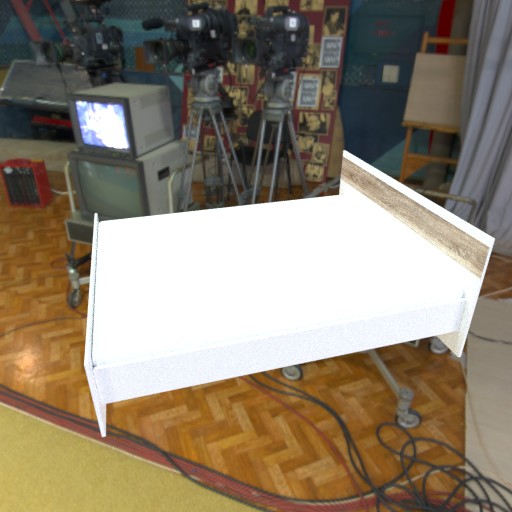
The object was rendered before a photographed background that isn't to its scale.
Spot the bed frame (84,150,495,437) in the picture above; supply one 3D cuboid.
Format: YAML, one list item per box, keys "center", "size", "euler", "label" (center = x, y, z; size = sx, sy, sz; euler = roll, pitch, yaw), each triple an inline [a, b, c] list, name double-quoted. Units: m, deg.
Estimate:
- center: [0.000, 0.000, 2.942]
  size: [2.060, 0.800, 1.720]
  euler: [-8, 30, -14]
  label: "bed frame"
